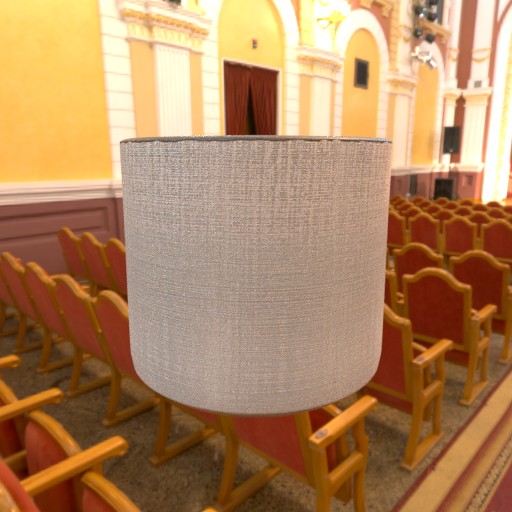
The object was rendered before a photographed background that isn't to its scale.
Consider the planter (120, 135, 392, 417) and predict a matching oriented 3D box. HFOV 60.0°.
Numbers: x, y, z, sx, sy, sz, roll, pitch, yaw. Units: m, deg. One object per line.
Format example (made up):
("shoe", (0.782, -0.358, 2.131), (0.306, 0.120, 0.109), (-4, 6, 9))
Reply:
("planter", (0.000, 0.000, 0.221), (0.125, 0.112, 0.125), (0, 13, 0))
